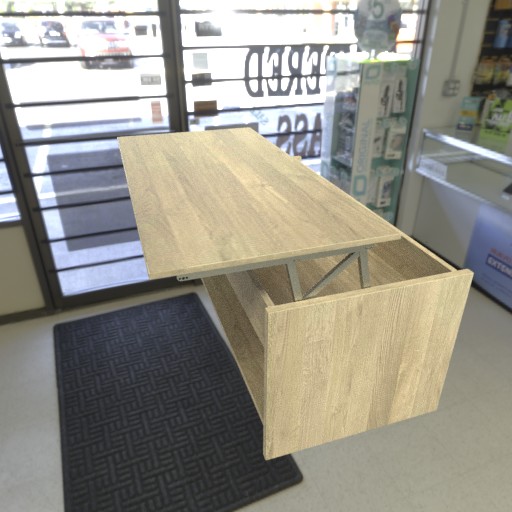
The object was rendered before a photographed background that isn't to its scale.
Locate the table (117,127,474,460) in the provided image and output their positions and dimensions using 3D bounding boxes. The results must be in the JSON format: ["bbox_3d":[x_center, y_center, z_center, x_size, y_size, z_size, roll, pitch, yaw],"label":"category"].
[{"bbox_3d":[0.000,0.000,1.396,0.712,0.570,1.000,-9,30,-16],"label":"table"}]
